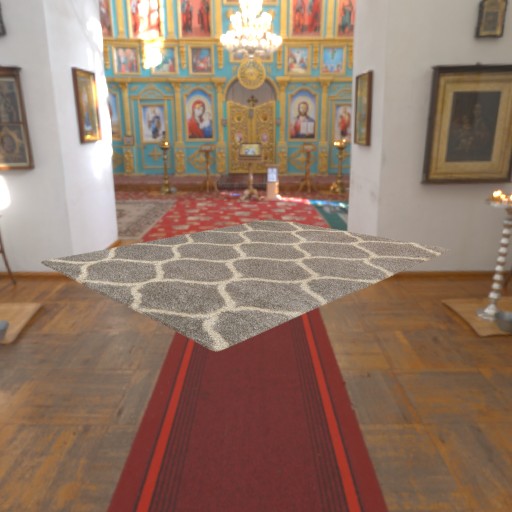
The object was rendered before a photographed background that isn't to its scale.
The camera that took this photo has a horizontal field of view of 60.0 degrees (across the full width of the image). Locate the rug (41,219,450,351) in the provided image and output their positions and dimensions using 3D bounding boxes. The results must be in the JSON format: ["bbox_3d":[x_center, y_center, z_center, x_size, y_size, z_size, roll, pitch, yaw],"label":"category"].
[{"bbox_3d":[0.000,0.000,4.123,2.399,0.026,3.000,14,21,43],"label":"rug"}]
